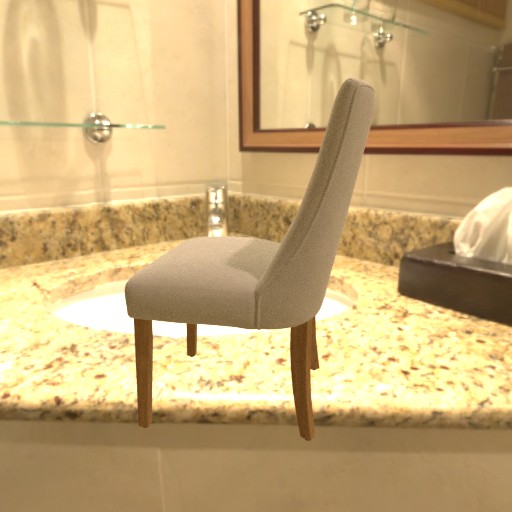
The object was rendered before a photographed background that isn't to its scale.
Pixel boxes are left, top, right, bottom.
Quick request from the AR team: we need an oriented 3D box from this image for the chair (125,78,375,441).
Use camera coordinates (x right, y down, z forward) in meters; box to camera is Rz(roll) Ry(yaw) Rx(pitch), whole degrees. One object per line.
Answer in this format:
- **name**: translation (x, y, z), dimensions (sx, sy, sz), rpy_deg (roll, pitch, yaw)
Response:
- **chair**: translation (0.000, 0.000, 1.283), dimensions (0.610, 0.902, 0.495), rpy_deg (2, 15, 9)
